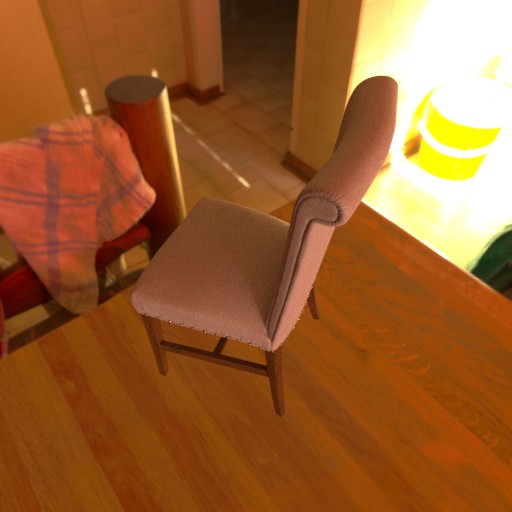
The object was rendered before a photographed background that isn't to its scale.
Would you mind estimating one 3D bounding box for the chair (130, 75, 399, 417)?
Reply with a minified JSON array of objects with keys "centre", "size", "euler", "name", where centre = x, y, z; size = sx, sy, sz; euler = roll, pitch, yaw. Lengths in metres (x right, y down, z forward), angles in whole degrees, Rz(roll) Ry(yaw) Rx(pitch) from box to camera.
[{"centre":[0.000,0.000,1.334],"size":[0.608,0.988,0.513],"euler":[16,49,15],"name":"chair"}]
